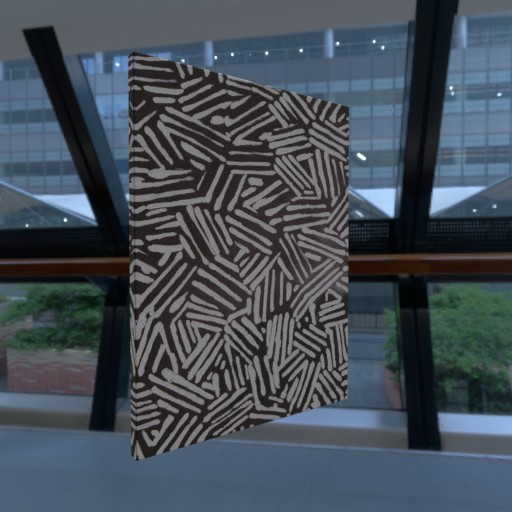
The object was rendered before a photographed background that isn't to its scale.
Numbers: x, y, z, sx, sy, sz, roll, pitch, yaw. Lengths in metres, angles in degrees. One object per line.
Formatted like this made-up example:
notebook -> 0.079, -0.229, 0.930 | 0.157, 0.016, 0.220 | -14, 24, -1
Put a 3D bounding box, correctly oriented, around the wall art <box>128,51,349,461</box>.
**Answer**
wall art -> 0.000, 0.000, 1.333 | 0.765, 1.017, 0.038 | -1, 2, -36
